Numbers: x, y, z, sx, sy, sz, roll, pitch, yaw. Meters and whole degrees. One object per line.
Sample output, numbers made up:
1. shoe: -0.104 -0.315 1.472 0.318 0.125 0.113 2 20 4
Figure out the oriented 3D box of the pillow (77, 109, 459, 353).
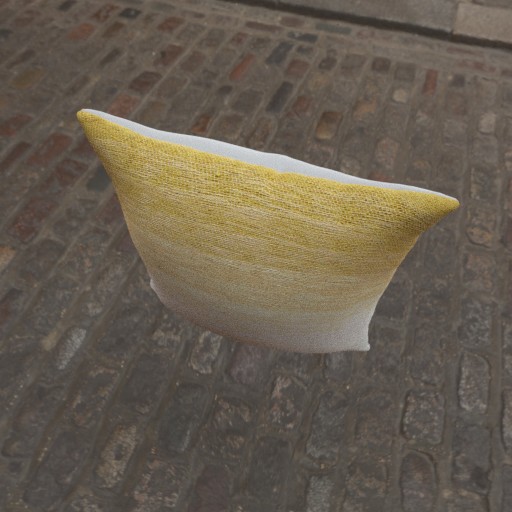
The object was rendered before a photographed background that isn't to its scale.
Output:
1. pillow: 0.000 0.000 0.685 0.450 0.450 0.211 15 60 9
